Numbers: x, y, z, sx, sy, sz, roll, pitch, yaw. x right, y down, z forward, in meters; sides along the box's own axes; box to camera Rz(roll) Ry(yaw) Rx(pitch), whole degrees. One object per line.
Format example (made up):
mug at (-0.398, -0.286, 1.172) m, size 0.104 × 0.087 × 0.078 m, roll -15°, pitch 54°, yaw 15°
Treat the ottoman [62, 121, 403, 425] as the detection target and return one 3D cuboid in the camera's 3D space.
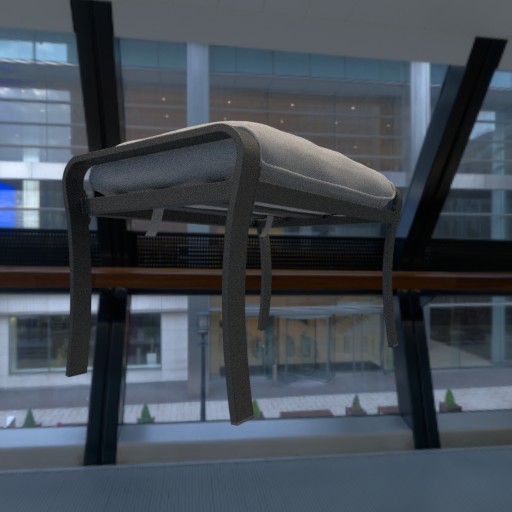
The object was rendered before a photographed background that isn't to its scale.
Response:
ottoman at (0.000, 0.000, 0.910) m, size 0.406 × 0.422 × 0.610 m, roll 0°, pitch 0°, yaw 36°
